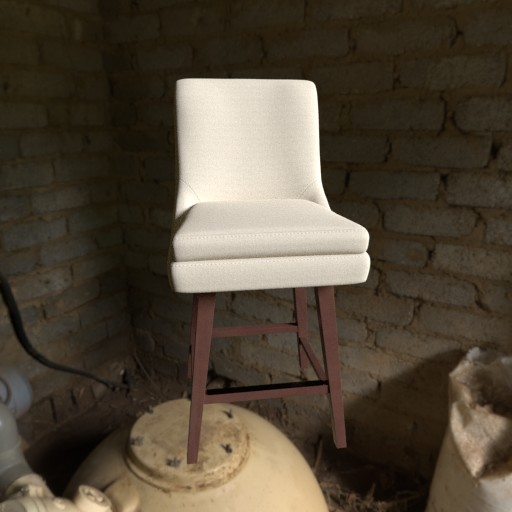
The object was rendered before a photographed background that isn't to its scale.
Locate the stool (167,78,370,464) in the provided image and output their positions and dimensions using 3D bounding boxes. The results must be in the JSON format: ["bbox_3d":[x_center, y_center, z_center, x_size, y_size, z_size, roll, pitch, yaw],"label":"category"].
[{"bbox_3d":[0.000,0.000,1.285,0.483,0.991,0.559,-3,18,-8],"label":"stool"}]
